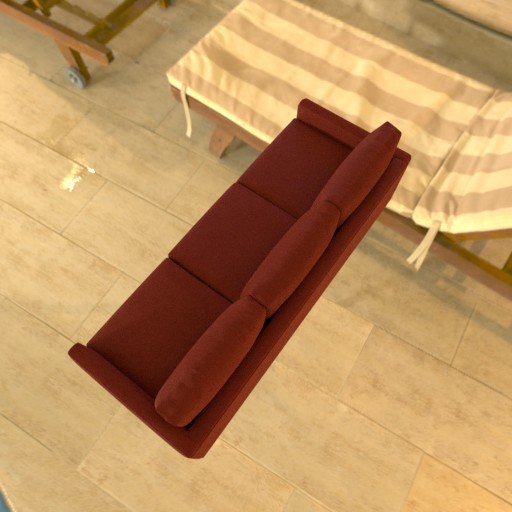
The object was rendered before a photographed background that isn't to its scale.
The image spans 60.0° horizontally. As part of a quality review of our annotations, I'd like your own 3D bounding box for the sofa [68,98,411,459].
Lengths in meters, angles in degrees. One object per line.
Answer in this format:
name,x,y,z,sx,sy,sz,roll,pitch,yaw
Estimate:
sofa,0.000,0.000,2.746,0.875,0.879,2.252,34,69,15
